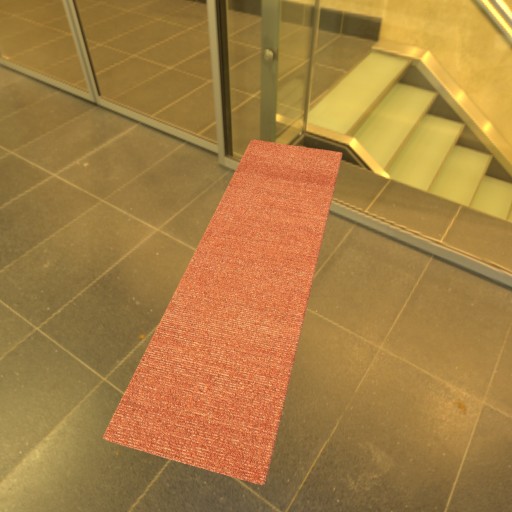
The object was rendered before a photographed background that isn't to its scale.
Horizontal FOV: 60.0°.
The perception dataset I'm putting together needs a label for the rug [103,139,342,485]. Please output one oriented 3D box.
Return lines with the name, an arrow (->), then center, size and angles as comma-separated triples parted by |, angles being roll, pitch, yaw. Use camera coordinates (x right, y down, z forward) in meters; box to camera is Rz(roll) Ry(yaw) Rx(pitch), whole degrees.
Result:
rug -> 0.000, 0.000, 2.511 | 0.687, 0.012, 2.307 | 11, 48, 10
